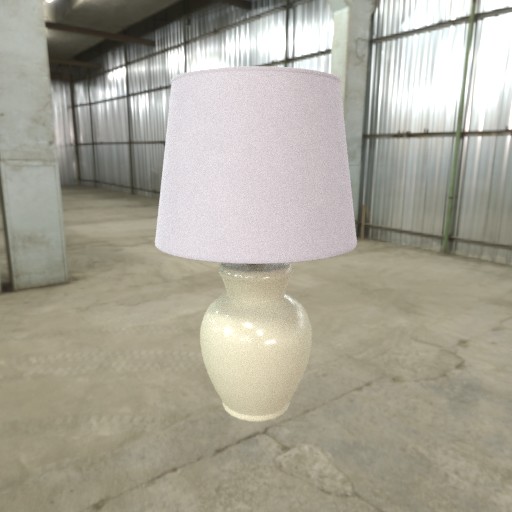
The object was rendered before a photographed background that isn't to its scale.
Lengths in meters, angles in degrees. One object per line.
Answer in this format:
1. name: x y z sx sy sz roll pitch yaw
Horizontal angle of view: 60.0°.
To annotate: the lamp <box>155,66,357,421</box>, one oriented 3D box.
1. lamp: 0.000 0.000 0.542 0.239 0.399 0.239 0 13 0
